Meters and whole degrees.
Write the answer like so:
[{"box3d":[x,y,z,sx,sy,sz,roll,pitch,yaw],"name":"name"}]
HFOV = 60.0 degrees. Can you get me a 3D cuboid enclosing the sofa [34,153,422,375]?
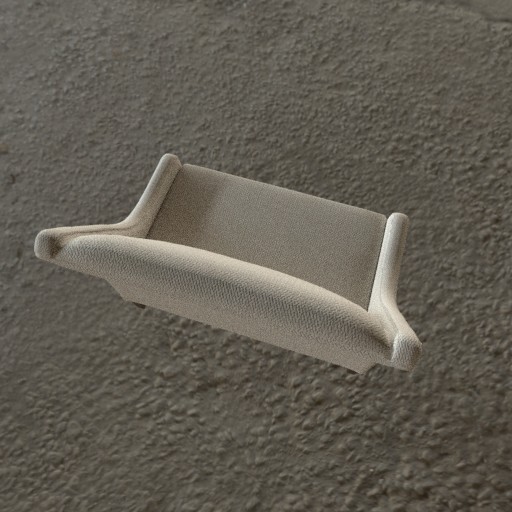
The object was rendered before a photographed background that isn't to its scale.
[{"box3d":[0.000,0.000,1.922,1.242,1.022,0.870,16,64,8],"name":"sofa"}]
